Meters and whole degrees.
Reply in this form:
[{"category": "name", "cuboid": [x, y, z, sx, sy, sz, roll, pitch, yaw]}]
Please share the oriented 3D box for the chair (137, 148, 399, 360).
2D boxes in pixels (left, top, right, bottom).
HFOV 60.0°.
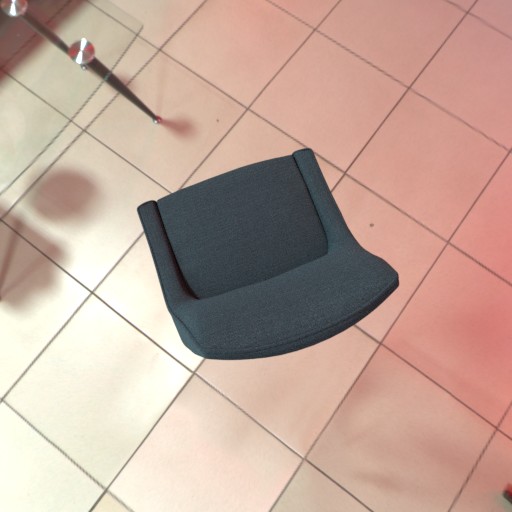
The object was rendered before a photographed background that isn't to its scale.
[{"category": "chair", "cuboid": [0.000, 0.000, 1.186, 0.529, 0.861, 0.544, -20, 77, -5]}]
